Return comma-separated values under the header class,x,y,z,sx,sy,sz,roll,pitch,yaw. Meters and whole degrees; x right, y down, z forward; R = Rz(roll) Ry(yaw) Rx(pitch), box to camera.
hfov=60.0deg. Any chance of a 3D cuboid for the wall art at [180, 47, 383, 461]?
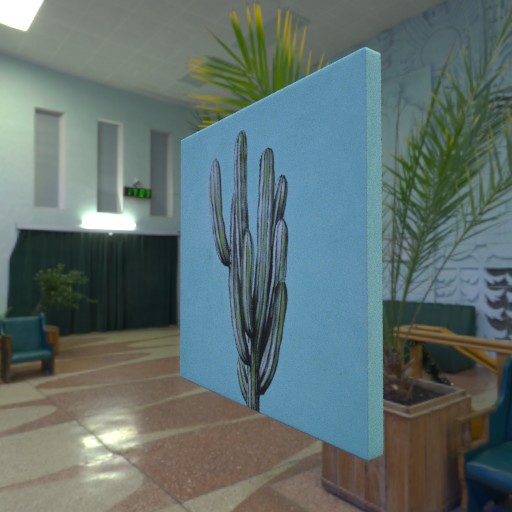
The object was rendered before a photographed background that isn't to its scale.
class,x,y,z,sx,sy,sz,roll,pitch,yaw
wall art,0.000,0.000,1.140,0.054,0.766,0.765,1,-2,-36
